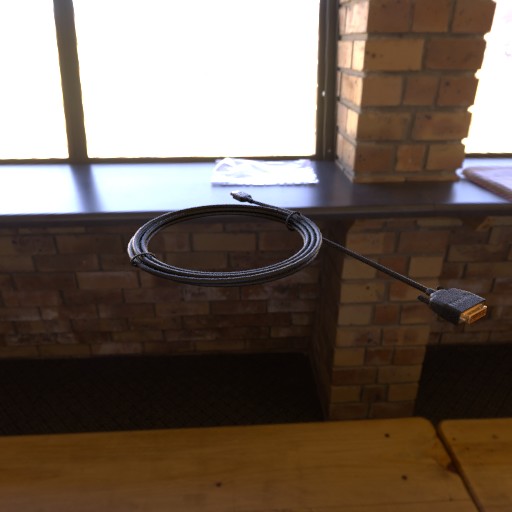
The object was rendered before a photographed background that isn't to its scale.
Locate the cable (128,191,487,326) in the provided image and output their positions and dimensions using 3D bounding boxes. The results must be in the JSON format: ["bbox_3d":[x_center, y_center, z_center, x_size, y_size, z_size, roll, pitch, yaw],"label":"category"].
[{"bbox_3d":[0.000,0.000,0.513,0.257,0.030,0.422,-17,31,-31],"label":"cable"}]
